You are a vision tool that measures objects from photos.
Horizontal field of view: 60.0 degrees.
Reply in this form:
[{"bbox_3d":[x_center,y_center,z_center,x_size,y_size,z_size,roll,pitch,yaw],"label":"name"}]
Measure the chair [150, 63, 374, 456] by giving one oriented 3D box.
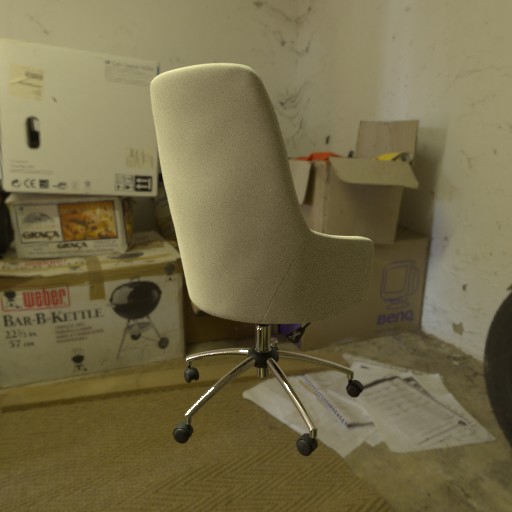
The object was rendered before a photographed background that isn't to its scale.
[{"bbox_3d":[0.000,0.000,1.401,0.640,1.049,0.620,-13,19,-43],"label":"chair"}]
